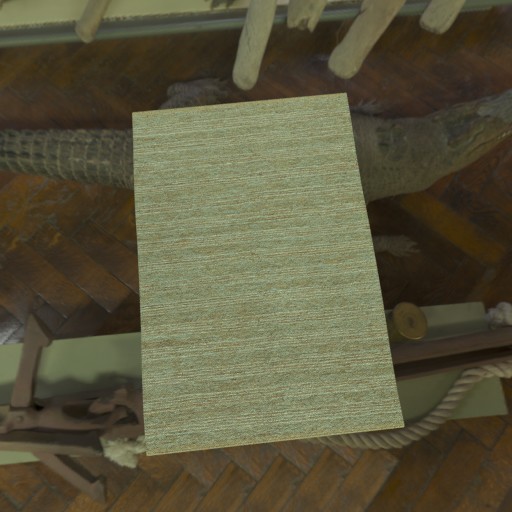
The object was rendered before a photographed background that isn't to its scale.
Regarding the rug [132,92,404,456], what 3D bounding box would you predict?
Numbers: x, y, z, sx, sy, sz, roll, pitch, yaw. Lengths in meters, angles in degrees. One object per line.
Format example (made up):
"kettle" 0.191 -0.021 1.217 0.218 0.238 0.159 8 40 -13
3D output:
"rug" 0.000 0.000 2.324 1.240 0.010 1.824 -6 76 -1
